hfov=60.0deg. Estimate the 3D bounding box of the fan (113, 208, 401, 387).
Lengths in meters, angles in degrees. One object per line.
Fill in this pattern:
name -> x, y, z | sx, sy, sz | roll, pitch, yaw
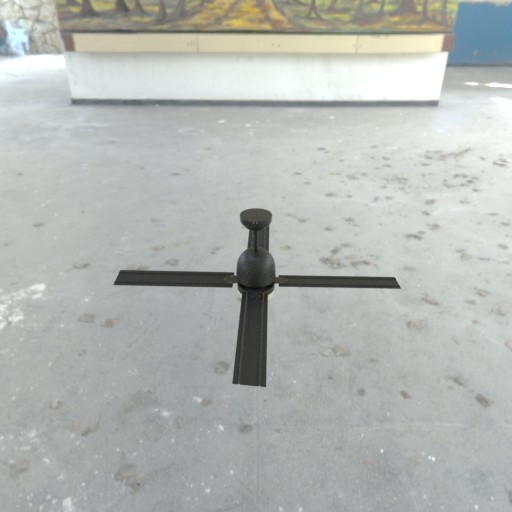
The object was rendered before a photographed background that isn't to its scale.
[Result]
fan -> 0.000, 0.000, 2.012 | 1.319, 0.410, 1.319 | 0, 30, 0
